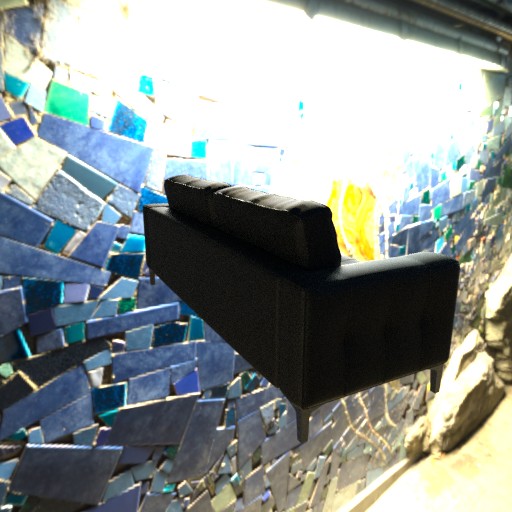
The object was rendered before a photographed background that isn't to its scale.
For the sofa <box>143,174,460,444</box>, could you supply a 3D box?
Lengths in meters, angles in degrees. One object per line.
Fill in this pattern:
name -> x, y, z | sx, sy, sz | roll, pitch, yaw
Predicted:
sofa -> 0.000, 0.000, 2.711 | 0.833, 0.893, 2.275 | -8, 17, -27
